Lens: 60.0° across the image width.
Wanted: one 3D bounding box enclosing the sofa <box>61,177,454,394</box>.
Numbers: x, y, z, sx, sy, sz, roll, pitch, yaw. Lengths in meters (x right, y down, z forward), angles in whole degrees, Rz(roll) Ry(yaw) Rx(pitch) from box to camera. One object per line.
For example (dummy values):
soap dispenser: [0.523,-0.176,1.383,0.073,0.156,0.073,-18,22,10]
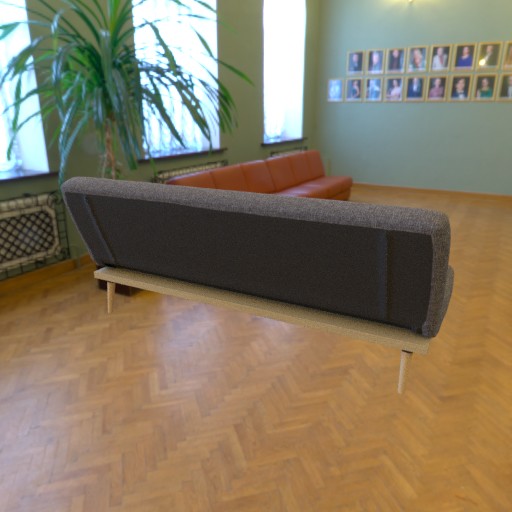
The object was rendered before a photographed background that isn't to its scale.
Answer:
sofa: [0.000,0.000,2.243,1.820,0.770,0.820,9,20,27]
